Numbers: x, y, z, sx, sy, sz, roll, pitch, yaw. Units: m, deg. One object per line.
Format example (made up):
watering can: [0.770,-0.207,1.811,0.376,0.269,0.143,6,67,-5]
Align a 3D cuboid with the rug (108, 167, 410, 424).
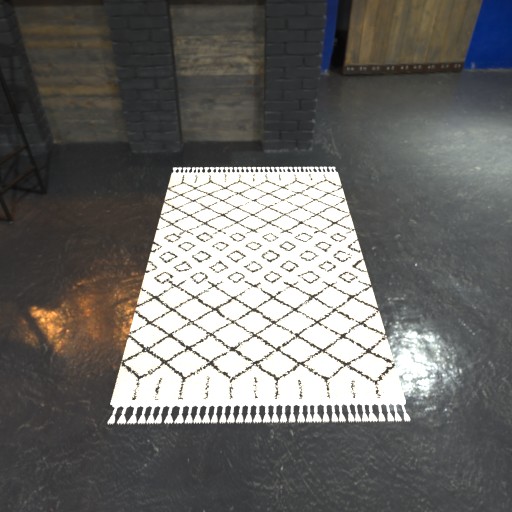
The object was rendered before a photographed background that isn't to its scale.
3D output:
rug: [0.000,0.000,2.493,1.196,0.008,2.006,0,40,0]
